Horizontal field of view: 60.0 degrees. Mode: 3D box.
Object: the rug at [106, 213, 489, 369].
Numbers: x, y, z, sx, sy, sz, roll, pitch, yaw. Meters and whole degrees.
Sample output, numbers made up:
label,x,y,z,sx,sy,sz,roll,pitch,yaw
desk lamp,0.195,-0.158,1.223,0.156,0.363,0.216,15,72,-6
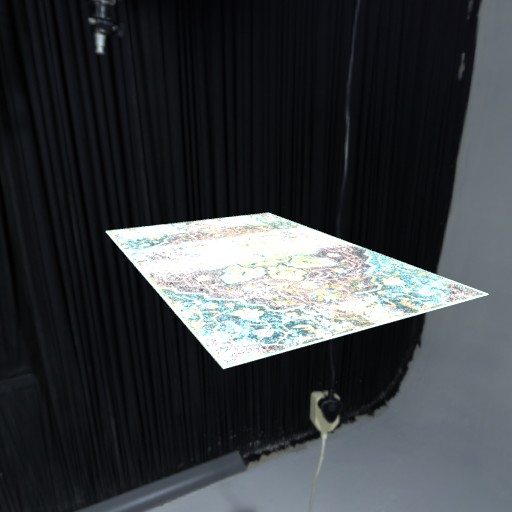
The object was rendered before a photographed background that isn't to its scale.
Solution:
label,x,y,z,sx,sy,sz,roll,pitch,yaw
rug,0.000,0.000,2.966,1.566,0.004,2.363,-9,19,-26
